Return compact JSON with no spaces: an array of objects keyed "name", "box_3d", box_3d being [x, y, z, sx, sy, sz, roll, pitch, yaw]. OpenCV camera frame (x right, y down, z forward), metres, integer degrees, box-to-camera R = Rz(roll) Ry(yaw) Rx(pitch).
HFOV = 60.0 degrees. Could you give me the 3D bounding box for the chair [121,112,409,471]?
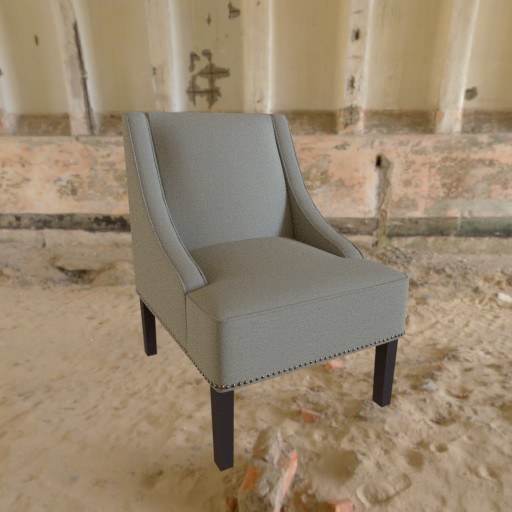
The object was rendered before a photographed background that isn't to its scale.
[{"name":"chair","box_3d":[0.000,0.000,1.383,0.610,0.864,0.737,-9,19,-28]}]
